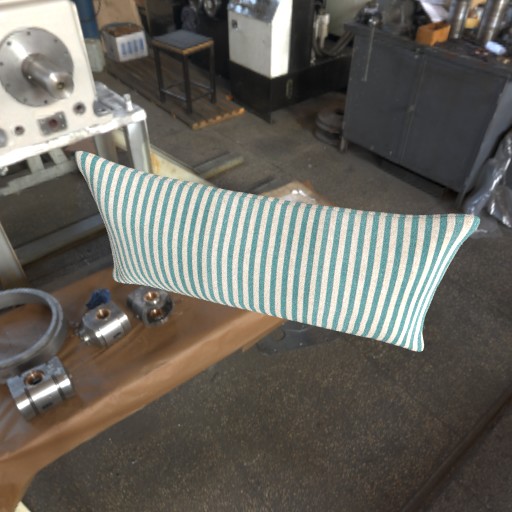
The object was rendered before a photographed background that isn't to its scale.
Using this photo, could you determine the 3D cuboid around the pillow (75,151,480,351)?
[{"bbox_3d":[0.000,0.000,0.745,0.617,0.295,0.151,12,43,13],"label":"pillow"}]
